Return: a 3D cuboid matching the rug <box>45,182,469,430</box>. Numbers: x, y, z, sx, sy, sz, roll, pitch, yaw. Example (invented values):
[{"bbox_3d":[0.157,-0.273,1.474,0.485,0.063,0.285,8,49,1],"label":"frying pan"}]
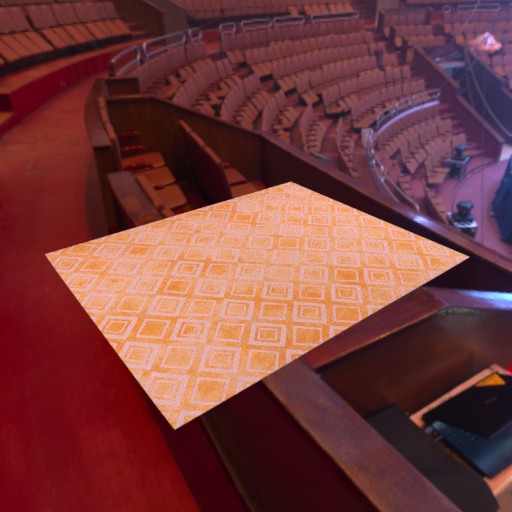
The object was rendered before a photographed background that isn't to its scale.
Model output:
[{"bbox_3d":[0.000,0.000,4.050,3.037,0.011,2.433,-21,36,-32],"label":"rug"}]
